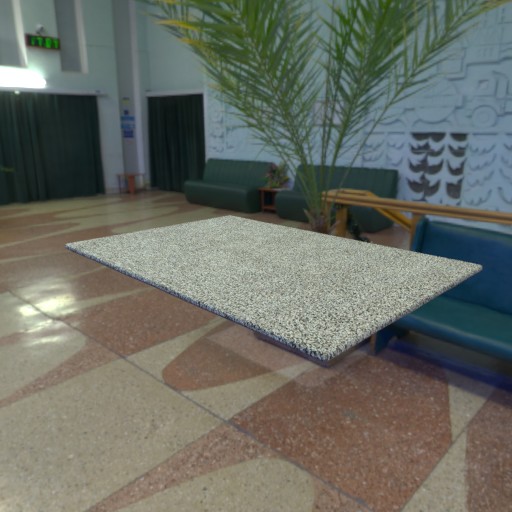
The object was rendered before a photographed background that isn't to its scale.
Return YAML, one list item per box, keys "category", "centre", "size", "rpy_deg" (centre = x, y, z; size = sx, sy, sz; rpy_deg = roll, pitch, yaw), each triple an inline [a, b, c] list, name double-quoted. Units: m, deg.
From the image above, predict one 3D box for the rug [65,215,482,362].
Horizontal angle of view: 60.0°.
- category: "rug"
  centre: [0.000, 0.000, 2.255]
  size: [1.219, 0.030, 1.778]
  rpy_deg: [-15, 22, -43]
